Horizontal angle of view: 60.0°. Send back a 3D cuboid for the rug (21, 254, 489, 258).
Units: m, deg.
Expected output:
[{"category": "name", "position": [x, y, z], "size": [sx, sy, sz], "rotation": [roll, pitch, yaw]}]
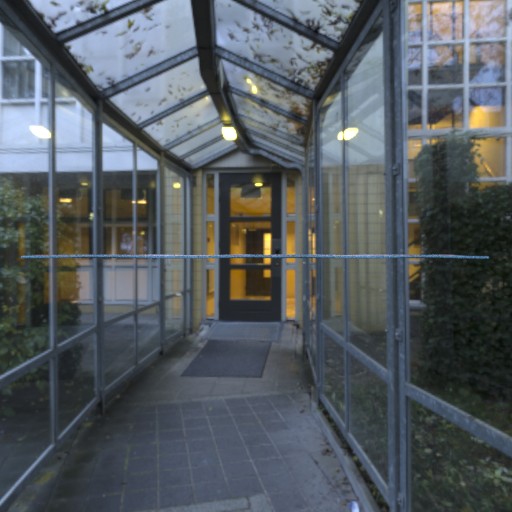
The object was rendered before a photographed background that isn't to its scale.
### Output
[{"category": "rug", "position": [0.000, 0.000, 2.323], "size": [1.847, 0.014, 1.195], "rotation": [0, 0, 1]}]
